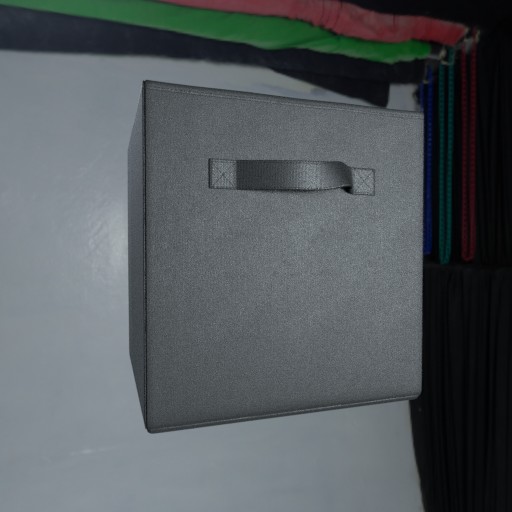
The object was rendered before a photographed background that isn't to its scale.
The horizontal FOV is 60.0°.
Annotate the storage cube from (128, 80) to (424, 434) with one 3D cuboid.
[{"bbox_3d":[0.000,0.000,0.499,0.270,0.280,0.270,0,1,-19],"label":"storage cube"}]
